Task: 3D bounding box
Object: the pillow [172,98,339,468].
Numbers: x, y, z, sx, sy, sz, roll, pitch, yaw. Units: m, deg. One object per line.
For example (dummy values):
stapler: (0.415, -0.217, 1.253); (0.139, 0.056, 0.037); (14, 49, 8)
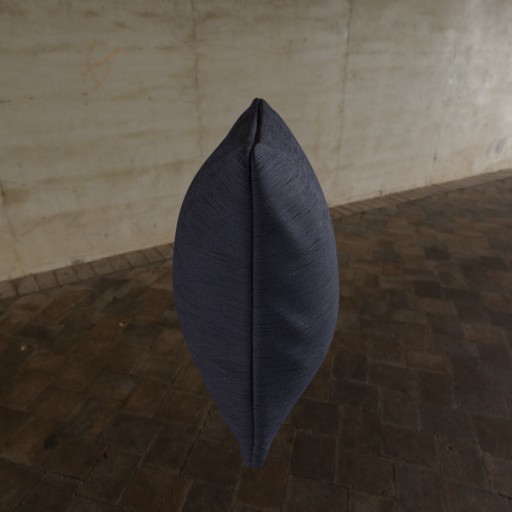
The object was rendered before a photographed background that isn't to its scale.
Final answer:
pillow: (0.000, 0.000, 0.675); (0.246, 0.414, 0.432); (1, 26, 1)
